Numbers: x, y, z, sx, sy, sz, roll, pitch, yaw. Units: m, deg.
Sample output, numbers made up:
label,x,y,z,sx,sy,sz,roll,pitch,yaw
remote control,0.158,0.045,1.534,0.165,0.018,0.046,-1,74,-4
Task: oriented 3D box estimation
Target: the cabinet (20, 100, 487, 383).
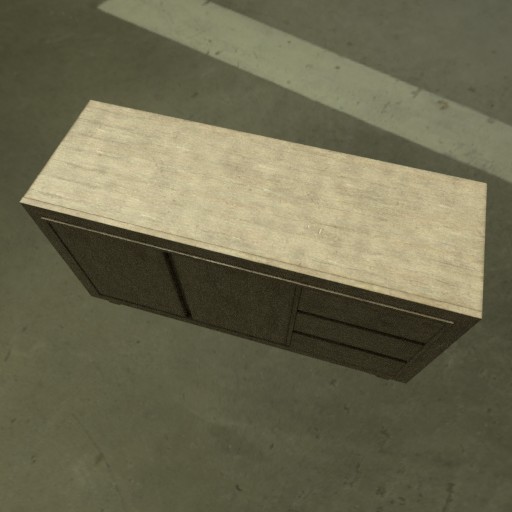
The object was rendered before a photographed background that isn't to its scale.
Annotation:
label,x,y,z,sx,sy,sz,roll,pitch,yaw
cabinet,0.000,0.000,1.818,1.460,0.825,0.511,14,61,8
